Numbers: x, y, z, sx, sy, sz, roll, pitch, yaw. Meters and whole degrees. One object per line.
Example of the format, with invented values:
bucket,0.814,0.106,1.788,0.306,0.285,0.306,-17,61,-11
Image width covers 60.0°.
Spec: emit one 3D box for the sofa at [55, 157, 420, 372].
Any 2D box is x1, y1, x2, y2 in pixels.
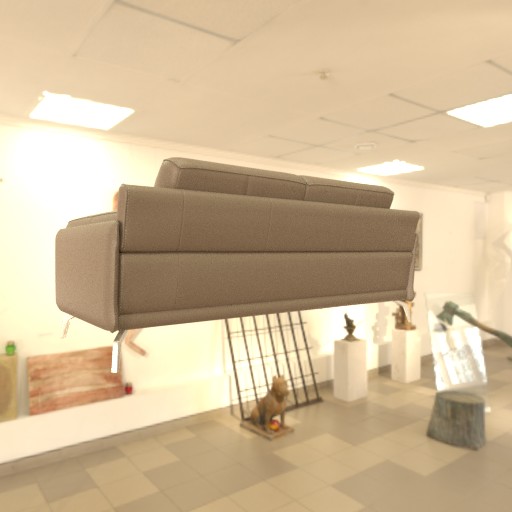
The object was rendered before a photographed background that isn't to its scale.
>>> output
sofa,0.000,0.000,2.685,2.101,0.930,1.049,-1,1,-37
